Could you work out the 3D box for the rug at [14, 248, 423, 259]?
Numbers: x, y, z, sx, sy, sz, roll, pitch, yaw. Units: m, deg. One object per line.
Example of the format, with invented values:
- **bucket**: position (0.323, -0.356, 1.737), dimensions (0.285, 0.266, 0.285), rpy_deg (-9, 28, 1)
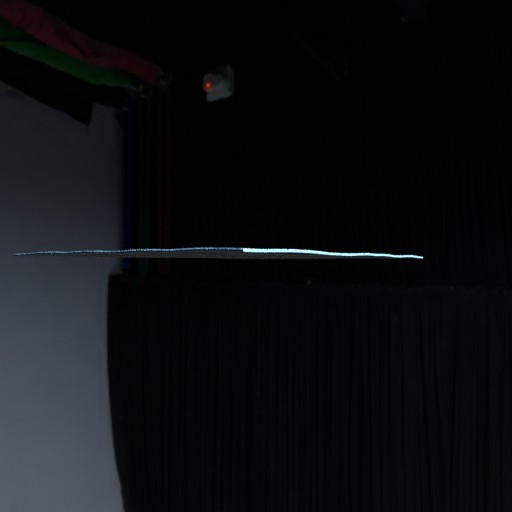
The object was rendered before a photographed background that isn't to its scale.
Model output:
- **rug**: position (0.000, 0.000, 2.258), dimensions (1.195, 0.014, 1.847), rpy_deg (-1, -1, 35)
